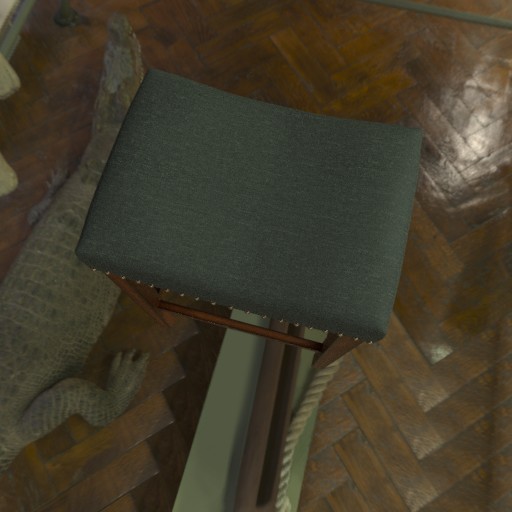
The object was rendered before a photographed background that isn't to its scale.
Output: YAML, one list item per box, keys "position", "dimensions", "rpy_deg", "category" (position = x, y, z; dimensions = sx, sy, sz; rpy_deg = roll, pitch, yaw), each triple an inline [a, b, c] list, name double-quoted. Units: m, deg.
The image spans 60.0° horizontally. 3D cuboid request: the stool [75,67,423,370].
- position: [0.000, 0.000, 1.024]
  dimensions: [0.502, 0.760, 0.366]
  rpy_deg: [14, 74, 4]
  category: "stool"
